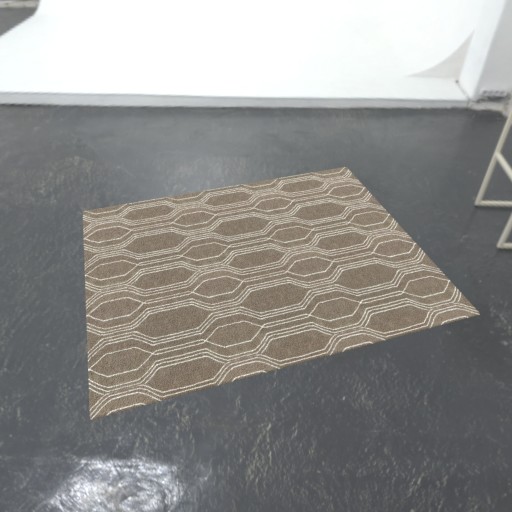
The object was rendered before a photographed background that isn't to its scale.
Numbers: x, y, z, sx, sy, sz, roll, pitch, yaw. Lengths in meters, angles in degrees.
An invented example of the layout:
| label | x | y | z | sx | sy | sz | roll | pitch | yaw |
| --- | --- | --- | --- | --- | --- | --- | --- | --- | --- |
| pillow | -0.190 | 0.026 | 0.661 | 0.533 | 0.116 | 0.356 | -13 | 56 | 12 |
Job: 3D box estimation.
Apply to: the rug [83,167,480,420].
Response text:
| label | x | y | z | sx | sy | sz | roll | pitch | yaw |
| --- | --- | --- | --- | --- | --- | --- | --- | --- | --- |
| rug | 0.000 | 0.000 | 4.143 | 3.062 | 0.012 | 2.457 | -12 | 43 | -13 |
